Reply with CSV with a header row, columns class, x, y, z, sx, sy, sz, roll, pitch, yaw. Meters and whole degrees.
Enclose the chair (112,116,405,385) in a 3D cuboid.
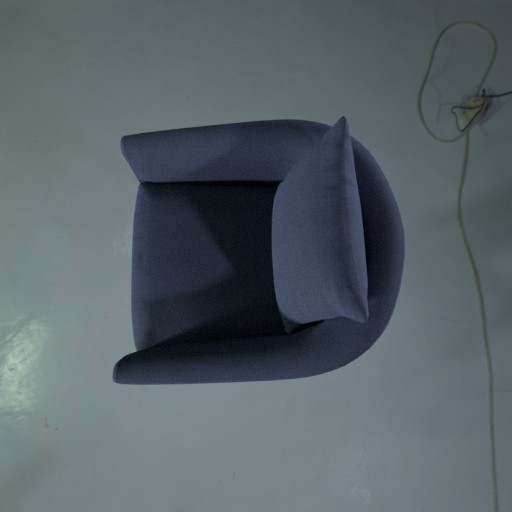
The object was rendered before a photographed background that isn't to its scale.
class,x,y,z,sx,sy,sz,roll,pitch,yaw
chair,0.000,0.000,1.578,0.910,0.848,0.845,-2,77,-1
